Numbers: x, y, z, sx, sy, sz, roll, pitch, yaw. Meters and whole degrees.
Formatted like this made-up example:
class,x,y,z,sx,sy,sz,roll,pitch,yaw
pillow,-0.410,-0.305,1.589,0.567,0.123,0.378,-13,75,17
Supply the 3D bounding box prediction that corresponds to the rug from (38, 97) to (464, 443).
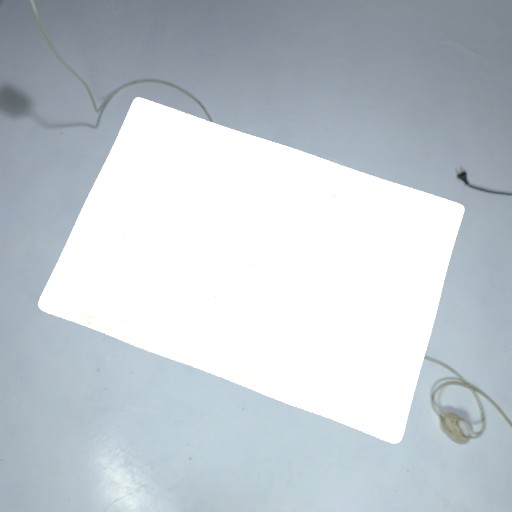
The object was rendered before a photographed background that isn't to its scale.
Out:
class,x,y,z,sx,sy,sz,roll,pitch,yaw
rug,0.000,0.000,3.254,2.698,0.025,1.798,20,78,4
